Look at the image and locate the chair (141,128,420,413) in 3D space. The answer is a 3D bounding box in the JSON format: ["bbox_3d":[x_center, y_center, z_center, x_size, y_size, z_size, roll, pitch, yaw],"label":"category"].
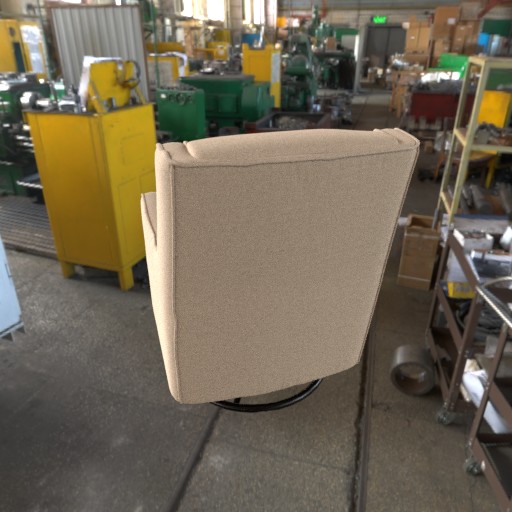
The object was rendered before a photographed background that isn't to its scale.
[{"bbox_3d":[0.000,0.000,1.599,0.732,0.993,0.879,-8,27,-16],"label":"chair"}]
